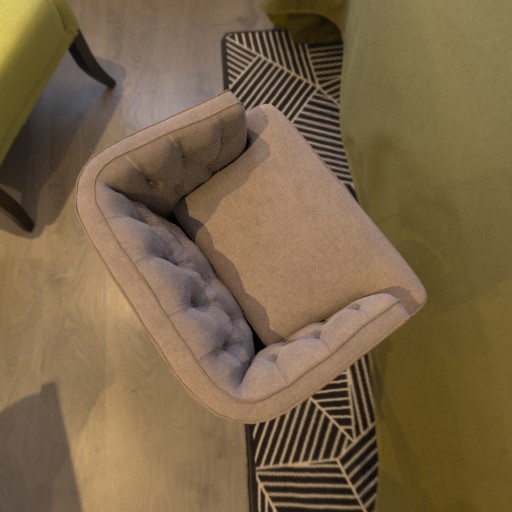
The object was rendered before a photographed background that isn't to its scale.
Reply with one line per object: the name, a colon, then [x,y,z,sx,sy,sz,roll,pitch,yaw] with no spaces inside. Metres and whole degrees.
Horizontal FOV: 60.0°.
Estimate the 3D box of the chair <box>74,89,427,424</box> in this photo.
chair: [0.000,0.000,1.794,0.941,0.852,1.104,-34,77,-9]
